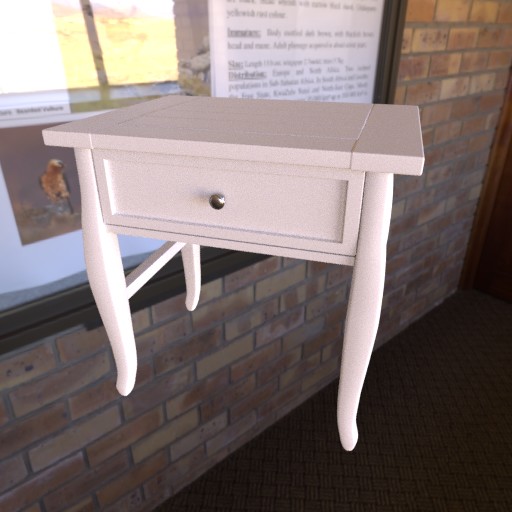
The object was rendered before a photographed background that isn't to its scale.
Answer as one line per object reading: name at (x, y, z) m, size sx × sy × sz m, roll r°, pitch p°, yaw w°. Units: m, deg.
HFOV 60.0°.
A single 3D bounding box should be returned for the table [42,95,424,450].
table at (0.000, 0.000, 0.985) m, size 0.599 × 0.605 × 0.463 m, roll 8°, pitch 28°, yaw 15°
